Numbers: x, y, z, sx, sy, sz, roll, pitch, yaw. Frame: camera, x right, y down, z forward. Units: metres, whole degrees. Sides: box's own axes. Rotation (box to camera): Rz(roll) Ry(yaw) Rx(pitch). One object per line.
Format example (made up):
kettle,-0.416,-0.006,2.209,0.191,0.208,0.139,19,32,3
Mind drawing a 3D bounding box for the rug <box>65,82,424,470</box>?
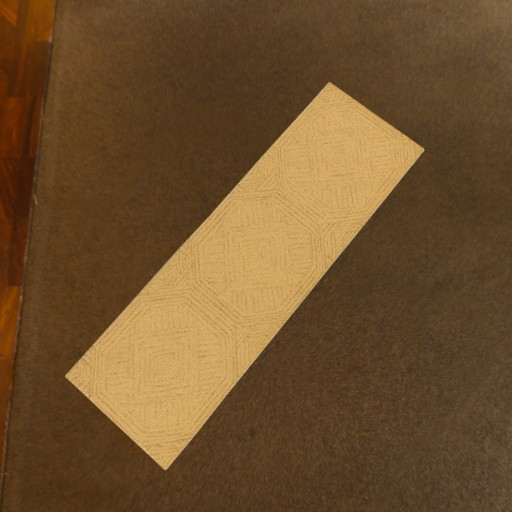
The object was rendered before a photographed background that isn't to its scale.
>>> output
rug,0.000,0.000,2.666,0.775,0.012,2.452,39,79,9
